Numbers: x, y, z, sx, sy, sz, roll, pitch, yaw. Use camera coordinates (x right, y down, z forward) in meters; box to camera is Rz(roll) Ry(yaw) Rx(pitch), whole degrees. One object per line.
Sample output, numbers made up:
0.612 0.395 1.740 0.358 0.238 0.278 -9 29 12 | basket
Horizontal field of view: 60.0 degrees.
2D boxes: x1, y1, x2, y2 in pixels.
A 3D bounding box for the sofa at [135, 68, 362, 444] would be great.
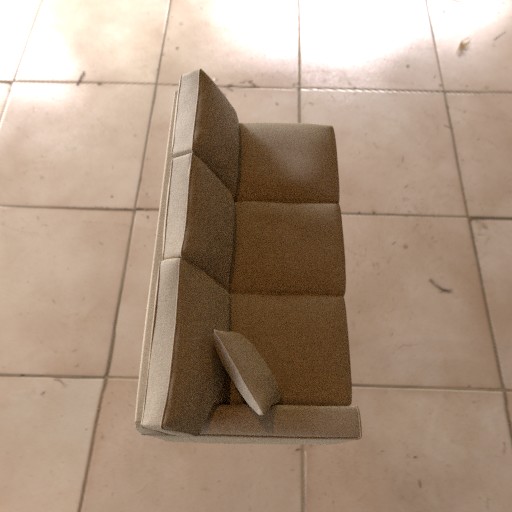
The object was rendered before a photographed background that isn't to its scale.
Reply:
0.000 0.000 2.544 1.034 0.946 1.962 1 65 0 | sofa
